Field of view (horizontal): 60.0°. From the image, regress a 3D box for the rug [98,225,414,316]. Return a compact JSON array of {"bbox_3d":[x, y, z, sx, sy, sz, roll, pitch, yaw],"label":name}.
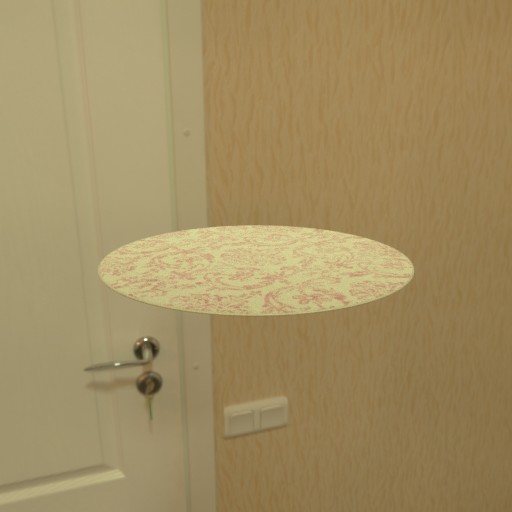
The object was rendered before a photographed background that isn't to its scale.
[{"bbox_3d":[0.000,0.000,2.358,1.593,0.012,1.593,0,16,0],"label":"rug"}]
